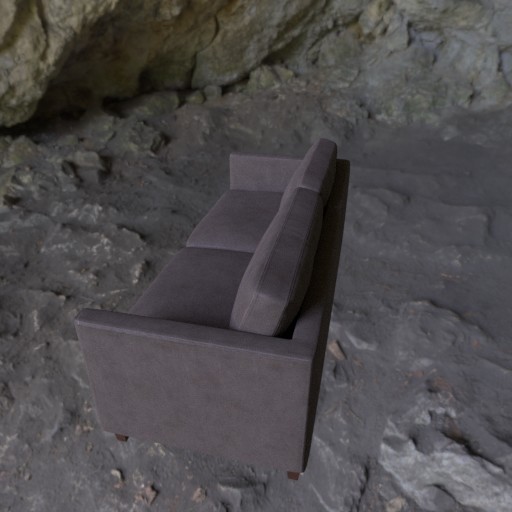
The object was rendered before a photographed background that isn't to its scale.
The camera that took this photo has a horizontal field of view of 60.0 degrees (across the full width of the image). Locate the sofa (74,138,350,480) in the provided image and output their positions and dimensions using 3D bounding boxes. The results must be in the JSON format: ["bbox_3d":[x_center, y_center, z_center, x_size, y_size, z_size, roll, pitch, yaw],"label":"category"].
[{"bbox_3d":[0.000,0.000,2.624,0.951,0.965,2.208,7,31,12],"label":"sofa"}]
